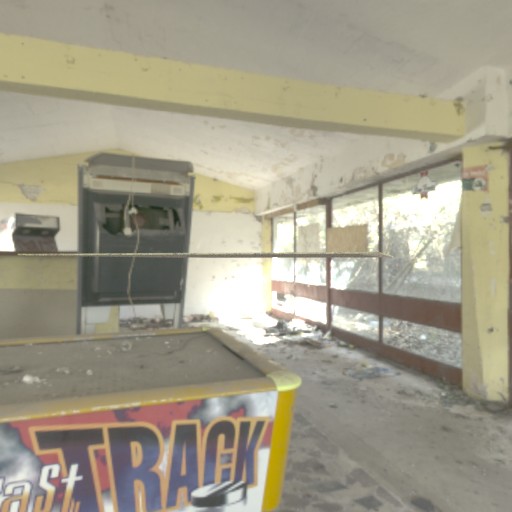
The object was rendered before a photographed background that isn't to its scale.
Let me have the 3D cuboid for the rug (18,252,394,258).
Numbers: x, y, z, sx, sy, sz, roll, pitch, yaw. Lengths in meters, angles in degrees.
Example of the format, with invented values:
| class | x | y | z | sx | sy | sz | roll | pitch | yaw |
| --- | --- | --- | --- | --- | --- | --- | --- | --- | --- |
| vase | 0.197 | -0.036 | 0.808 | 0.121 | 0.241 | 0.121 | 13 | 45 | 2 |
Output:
| class | x | y | z | sx | sy | sz | roll | pitch | yaw |
| --- | --- | --- | --- | --- | --- | --- | --- | --- | --- |
| rug | 0.000 | 0.000 | 4.220 | 2.437 | 0.014 | 3.201 | 0 | -1 | 19 |
